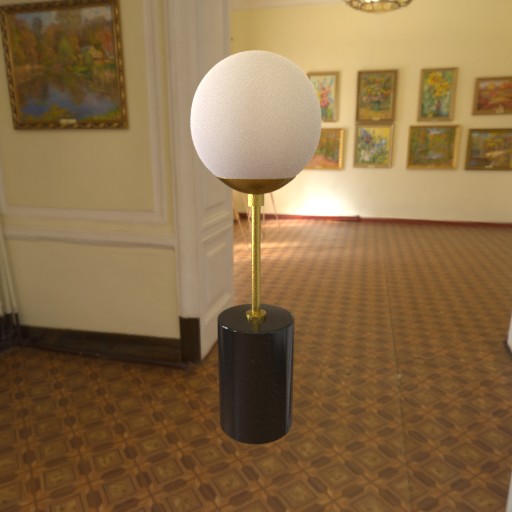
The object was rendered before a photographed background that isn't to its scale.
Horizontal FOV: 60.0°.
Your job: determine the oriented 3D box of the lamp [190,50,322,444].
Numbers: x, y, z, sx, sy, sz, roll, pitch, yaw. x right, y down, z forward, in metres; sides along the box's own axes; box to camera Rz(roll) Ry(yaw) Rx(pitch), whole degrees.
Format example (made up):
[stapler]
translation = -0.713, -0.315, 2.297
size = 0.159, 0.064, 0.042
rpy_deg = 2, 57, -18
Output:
[lamp]
translation = 0.000, 0.000, 0.564
size = 0.153, 0.480, 0.153
rpy_deg = 0, 14, 0
